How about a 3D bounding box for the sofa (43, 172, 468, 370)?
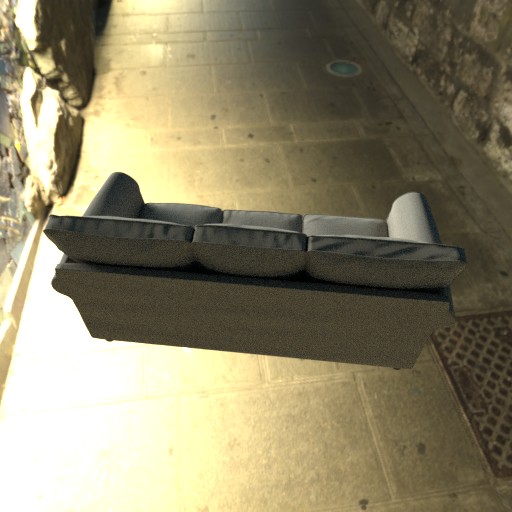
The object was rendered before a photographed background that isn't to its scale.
[{"bbox_3d":[0.000,0.000,2.644,2.084,0.961,0.916,5,47,4],"label":"sofa"}]
